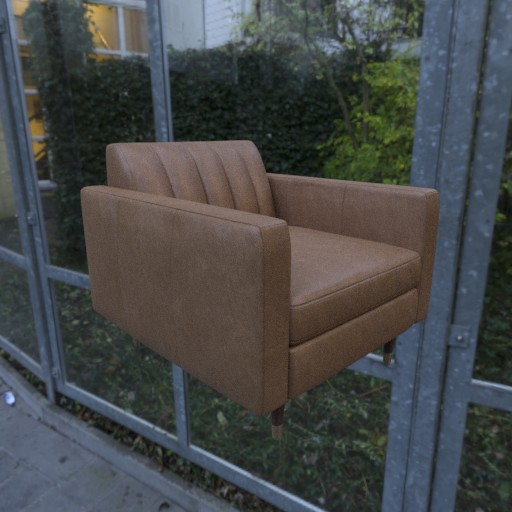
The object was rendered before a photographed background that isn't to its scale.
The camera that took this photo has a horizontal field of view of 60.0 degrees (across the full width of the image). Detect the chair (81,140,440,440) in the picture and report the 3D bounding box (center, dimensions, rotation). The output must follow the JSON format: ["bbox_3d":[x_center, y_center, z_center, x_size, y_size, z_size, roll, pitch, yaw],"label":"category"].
[{"bbox_3d":[0.000,0.000,1.667,0.953,0.819,0.998,-15,22,-42],"label":"chair"}]
